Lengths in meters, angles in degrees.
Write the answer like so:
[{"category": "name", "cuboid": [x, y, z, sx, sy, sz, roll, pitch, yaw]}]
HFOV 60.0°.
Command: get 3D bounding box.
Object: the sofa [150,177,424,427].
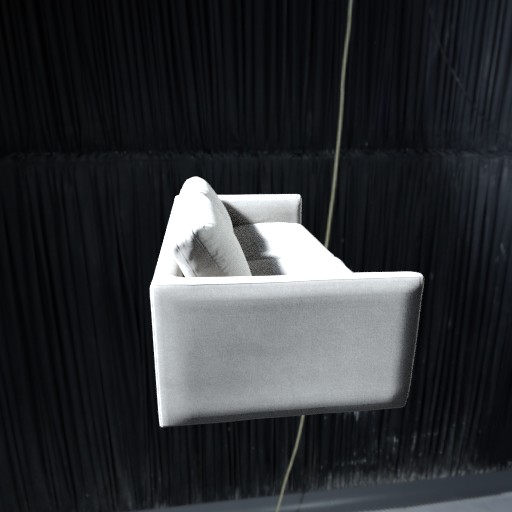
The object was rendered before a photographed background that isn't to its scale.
[{"category": "sofa", "cuboid": [0.000, 0.000, 2.821, 1.090, 0.838, 2.588, -2, 16, -7]}]
